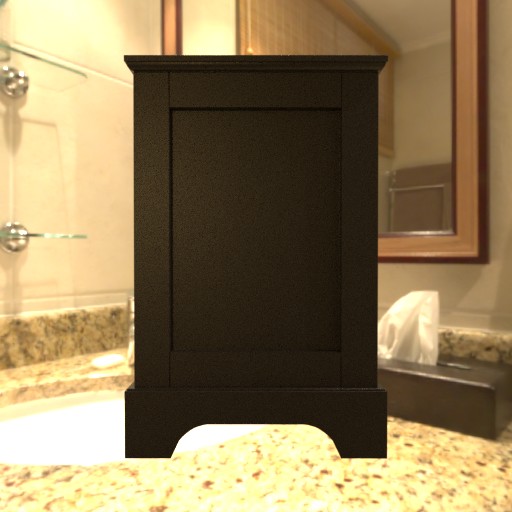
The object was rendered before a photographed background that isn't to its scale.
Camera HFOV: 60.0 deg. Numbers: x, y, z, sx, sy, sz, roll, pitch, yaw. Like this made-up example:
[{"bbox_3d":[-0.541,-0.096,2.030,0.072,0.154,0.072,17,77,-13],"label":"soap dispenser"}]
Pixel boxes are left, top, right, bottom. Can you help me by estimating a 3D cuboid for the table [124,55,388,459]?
[{"bbox_3d":[0.000,0.000,0.898,0.399,0.610,0.460,0,1,0],"label":"table"}]
